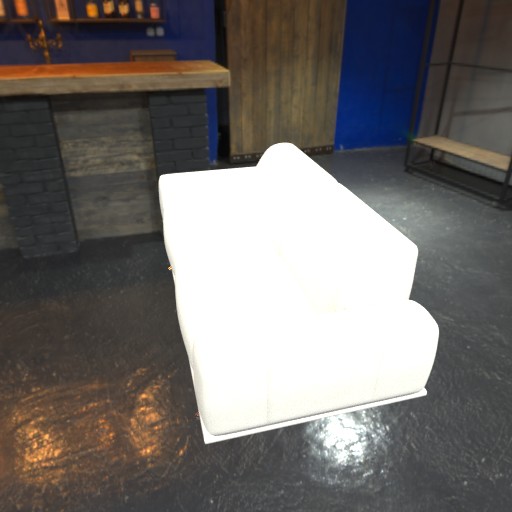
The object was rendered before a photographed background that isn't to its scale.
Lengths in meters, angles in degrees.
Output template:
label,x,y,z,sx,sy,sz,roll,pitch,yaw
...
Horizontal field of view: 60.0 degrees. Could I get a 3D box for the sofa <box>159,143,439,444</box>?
label,x,y,z,sx,sy,sz,roll,pitch,yaw
sofa,0.000,0.000,2.335,0.900,0.772,1.901,-7,30,-13
